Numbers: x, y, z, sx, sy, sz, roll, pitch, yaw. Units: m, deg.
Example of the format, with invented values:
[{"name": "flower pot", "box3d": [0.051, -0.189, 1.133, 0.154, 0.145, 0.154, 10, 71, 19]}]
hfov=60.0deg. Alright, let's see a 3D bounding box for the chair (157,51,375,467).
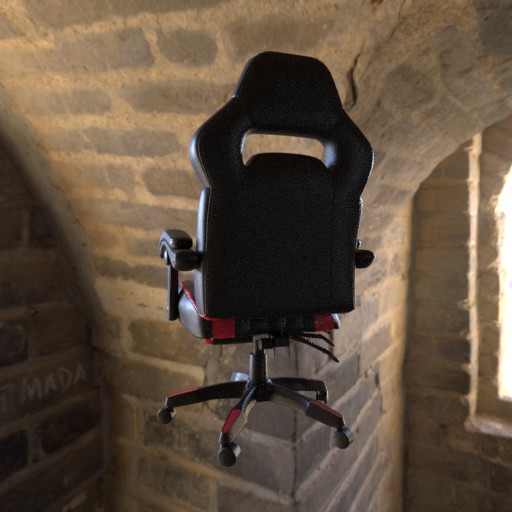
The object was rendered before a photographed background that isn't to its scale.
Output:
[{"name": "chair", "box3d": [0.000, 0.000, 1.630, 0.700, 1.220, 0.700, 0, 1, -18]}]
